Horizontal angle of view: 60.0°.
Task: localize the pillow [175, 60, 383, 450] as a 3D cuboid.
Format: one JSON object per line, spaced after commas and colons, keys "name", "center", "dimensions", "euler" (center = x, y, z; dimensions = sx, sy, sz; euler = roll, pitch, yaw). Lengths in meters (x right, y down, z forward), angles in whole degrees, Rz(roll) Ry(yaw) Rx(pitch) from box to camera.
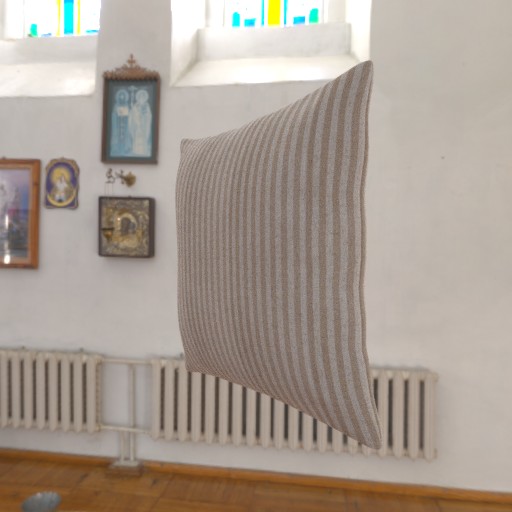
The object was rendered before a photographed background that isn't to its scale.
{"name": "pillow", "center": [0.000, 0.000, 0.775], "dimensions": [0.166, 0.510, 0.523], "euler": [0, 1, -37]}
